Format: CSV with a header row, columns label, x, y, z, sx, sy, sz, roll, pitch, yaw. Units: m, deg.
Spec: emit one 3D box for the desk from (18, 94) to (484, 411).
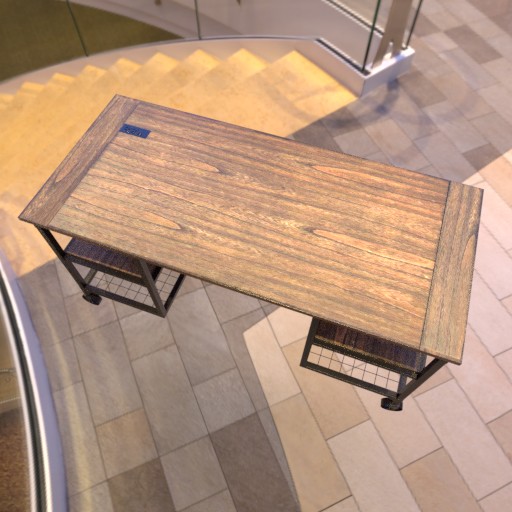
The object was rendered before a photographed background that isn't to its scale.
label,x,y,z,sx,sy,sz,roll,pitch,yaw
desk,0.000,0.000,1.943,1.590,0.751,0.711,17,60,10
